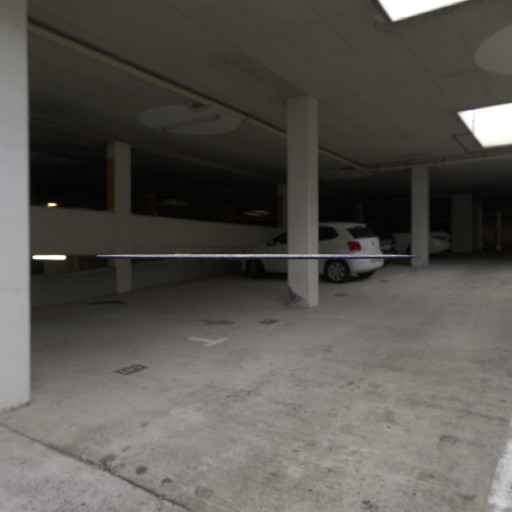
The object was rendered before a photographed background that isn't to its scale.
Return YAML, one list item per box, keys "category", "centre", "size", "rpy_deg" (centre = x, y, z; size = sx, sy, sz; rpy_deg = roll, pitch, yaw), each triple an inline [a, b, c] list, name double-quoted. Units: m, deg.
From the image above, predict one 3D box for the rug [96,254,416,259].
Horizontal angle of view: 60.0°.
- category: "rug"
  centre: [0.000, 0.000, 2.343]
  size: [1.591, 0.010, 1.591]
  rpy_deg: [0, 1, 0]
